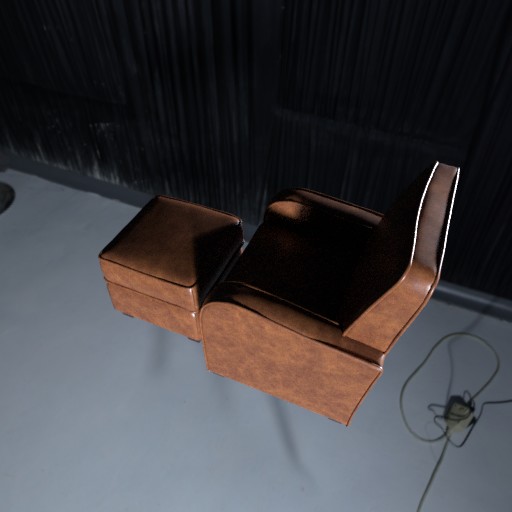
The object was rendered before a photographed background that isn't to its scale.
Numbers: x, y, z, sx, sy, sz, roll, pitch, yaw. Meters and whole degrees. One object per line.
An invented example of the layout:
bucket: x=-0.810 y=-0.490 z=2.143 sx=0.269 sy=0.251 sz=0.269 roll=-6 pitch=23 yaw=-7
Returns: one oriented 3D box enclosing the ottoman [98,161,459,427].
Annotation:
ottoman: x=0.000 y=0.000 z=1.850 sx=1.314 sy=0.904 sz=0.732 roll=17 pitch=48 yaw=16
